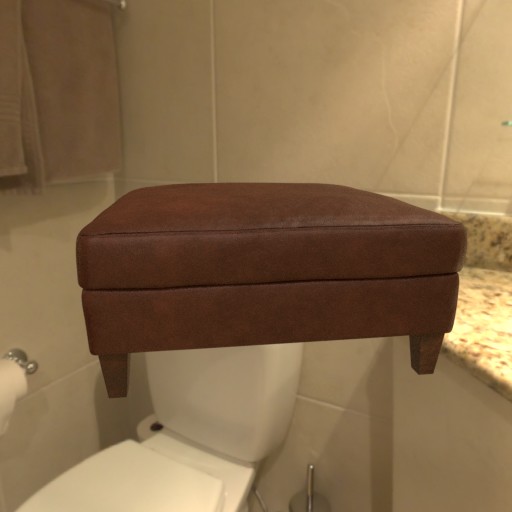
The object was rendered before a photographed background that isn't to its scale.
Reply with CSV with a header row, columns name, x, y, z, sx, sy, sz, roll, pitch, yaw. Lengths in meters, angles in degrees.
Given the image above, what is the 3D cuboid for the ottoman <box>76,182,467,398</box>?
name,x,y,z,sx,sy,sz,roll,pitch,yaw
ottoman,0.000,0.000,1.314,0.836,0.415,0.844,-2,14,-8
